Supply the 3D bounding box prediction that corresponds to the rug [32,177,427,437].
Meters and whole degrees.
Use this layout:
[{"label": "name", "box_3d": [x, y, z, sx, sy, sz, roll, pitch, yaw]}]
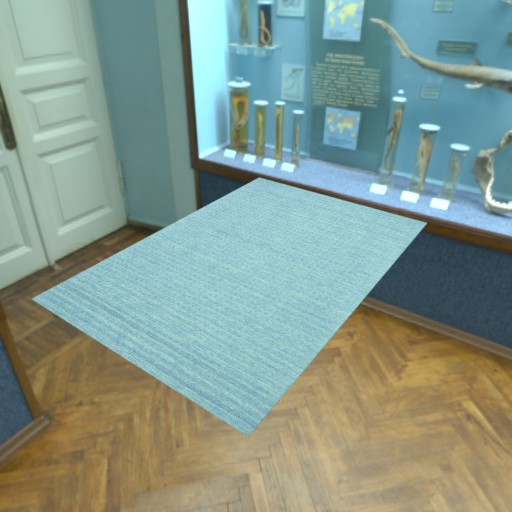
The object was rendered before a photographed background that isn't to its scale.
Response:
[{"label": "rug", "box_3d": [0.000, 0.000, 3.765, 1.982, 0.006, 2.895, 21, 37, 30]}]
